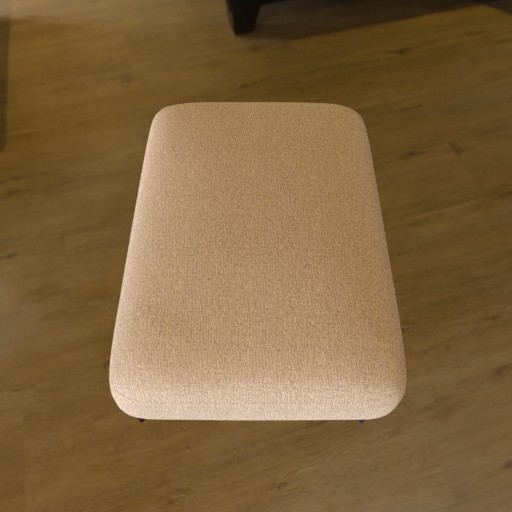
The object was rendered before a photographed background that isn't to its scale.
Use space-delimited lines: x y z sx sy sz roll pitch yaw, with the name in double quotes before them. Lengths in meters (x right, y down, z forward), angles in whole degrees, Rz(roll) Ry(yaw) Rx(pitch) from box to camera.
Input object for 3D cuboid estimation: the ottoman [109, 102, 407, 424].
"ottoman" 0.000 0.000 1.074 0.568 0.420 0.772 0 60 0
